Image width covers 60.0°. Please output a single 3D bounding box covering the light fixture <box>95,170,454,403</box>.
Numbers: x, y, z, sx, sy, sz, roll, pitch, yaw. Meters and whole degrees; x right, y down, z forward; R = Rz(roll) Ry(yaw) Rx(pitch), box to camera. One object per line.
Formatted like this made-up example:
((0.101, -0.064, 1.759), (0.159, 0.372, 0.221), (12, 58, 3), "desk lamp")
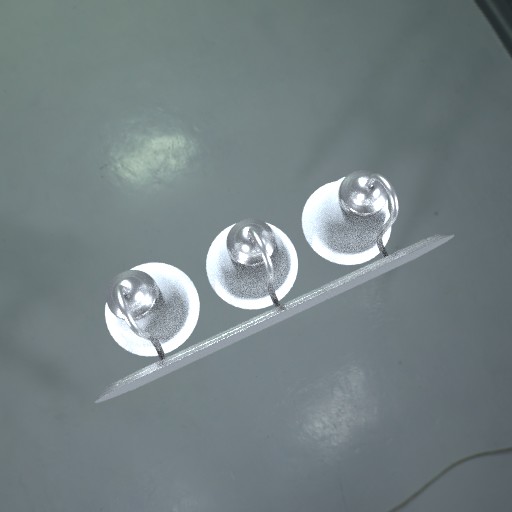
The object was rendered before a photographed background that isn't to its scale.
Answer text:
((0.000, 0.000, 0.687), (0.610, 0.222, 0.199), (-24, 76, -6), "light fixture")
